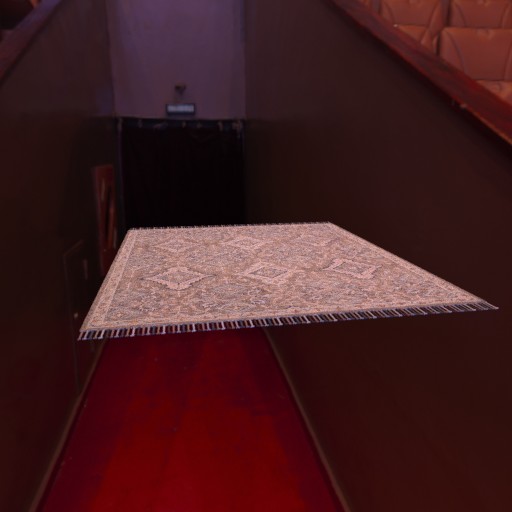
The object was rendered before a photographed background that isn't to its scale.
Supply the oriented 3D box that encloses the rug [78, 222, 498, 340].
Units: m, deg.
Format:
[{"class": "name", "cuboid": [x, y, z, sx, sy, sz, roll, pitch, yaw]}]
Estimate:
[{"class": "rug", "cuboid": [0.000, 0.000, 3.926, 2.437, 0.010, 3.056, -3, 15, -10]}]
